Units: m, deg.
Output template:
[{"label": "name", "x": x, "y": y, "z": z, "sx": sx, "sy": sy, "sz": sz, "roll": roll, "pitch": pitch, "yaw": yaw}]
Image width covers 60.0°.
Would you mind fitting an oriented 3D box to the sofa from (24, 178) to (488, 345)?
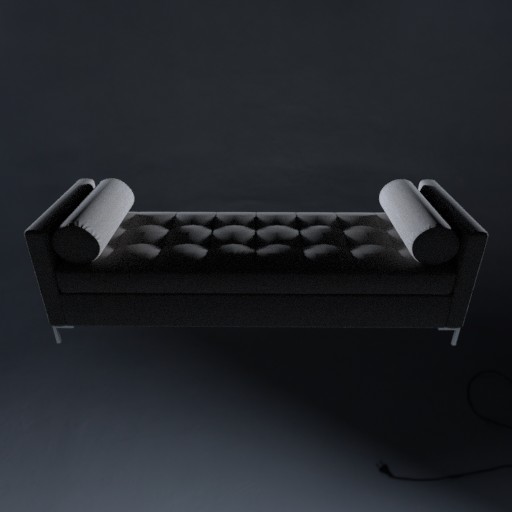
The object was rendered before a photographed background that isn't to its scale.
[{"label": "sofa", "x": 0.000, "y": 0.000, "z": 2.317, "sx": 1.981, "sy": 0.635, "sz": 0.686, "roll": 0, "pitch": 29, "yaw": 0}]
